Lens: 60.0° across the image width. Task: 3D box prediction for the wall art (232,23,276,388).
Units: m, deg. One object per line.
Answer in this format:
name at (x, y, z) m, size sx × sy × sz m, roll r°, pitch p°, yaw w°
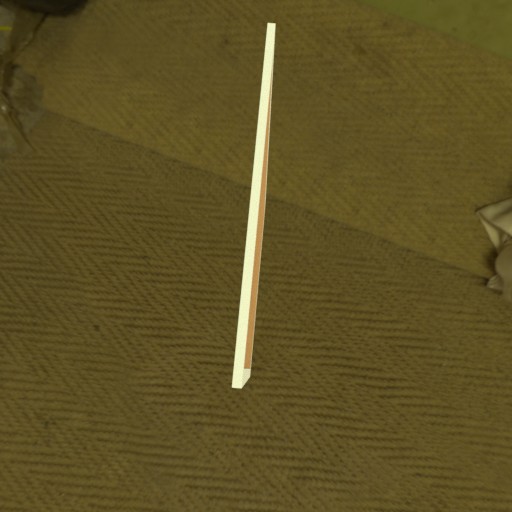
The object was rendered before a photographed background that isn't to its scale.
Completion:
wall art at (0.000, 0.000, 1.220) m, size 0.015 × 0.965 × 0.660 m, roll 5°, pitch 76°, yaw 1°
